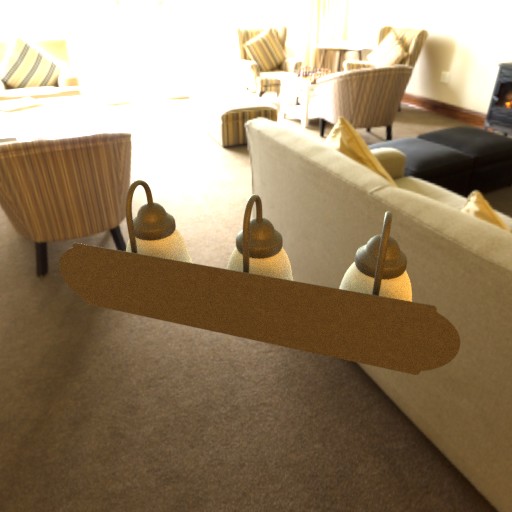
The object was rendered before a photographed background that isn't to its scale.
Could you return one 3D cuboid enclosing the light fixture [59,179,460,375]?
[{"bbox_3d":[0.000,0.000,0.714,0.610,0.222,0.199,9,32,15],"label":"light fixture"}]
